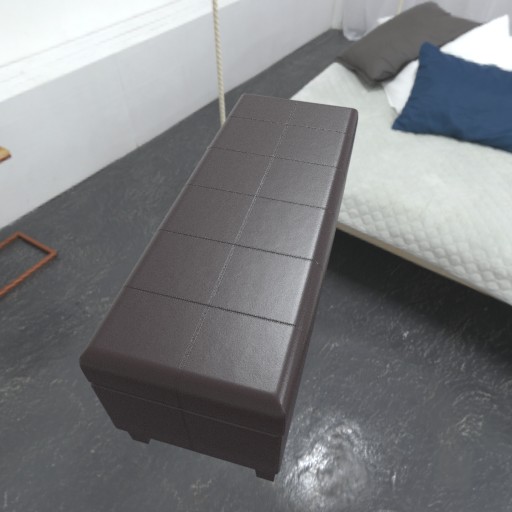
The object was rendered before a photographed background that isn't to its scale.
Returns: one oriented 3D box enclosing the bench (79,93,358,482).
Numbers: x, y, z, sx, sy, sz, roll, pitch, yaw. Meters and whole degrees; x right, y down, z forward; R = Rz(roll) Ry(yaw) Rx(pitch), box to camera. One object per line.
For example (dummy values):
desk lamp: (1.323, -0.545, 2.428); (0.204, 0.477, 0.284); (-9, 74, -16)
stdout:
bench: (0.000, 0.000, 1.320); (0.429, 0.457, 1.092); (12, 48, 11)
